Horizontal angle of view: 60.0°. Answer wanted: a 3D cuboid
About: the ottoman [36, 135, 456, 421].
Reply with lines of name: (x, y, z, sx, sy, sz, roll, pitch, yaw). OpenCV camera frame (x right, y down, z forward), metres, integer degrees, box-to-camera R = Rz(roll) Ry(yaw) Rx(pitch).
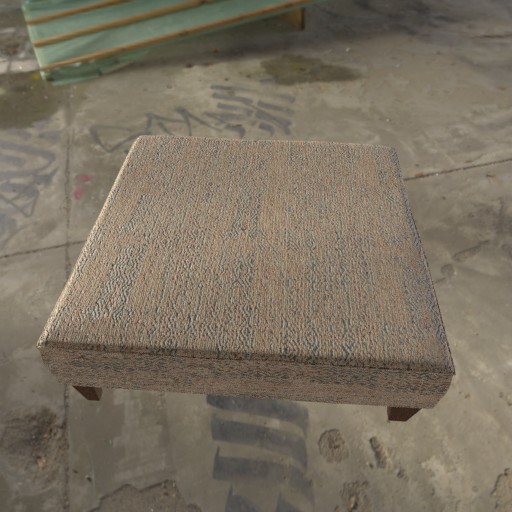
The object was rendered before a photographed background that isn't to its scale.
ottoman: (0.000, 0.000, 1.468, 1.004, 0.356, 0.968, 3, 46, 3)
